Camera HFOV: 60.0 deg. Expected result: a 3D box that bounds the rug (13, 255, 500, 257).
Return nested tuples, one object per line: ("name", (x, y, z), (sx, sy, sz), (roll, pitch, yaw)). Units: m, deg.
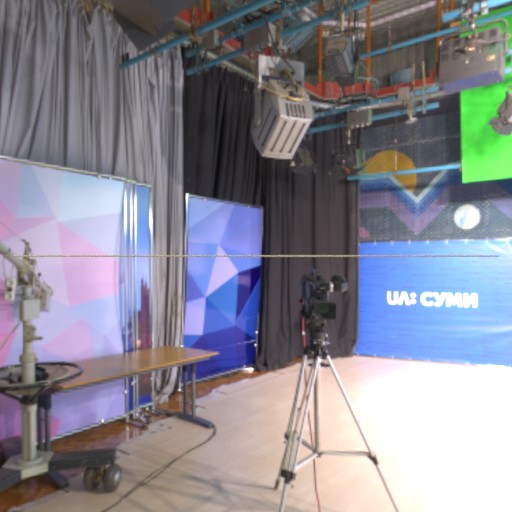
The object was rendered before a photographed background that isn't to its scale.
("rug", (0.000, 0.000, 2.161), (1.747, 0.006, 1.143), (0, 0, 0))
